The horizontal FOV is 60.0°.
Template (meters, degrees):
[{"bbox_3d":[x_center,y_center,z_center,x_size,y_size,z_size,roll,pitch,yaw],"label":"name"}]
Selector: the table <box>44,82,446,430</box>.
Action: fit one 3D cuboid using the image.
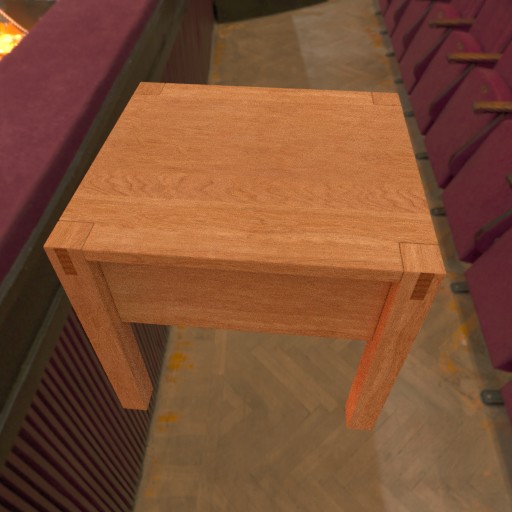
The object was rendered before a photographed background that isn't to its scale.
[{"bbox_3d":[0.000,0.000,0.836,0.480,0.450,0.440,4,47,4],"label":"table"}]
